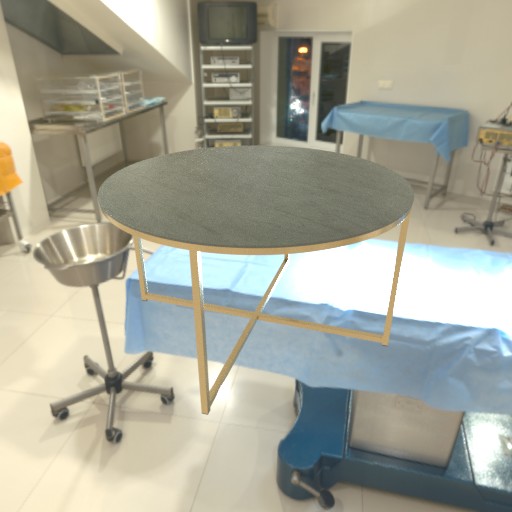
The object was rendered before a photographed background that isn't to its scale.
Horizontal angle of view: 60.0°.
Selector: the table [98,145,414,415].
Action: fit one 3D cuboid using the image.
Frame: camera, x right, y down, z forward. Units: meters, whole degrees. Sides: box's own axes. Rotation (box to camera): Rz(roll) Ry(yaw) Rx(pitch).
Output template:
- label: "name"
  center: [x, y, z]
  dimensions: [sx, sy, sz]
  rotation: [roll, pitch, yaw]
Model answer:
- label: "table"
  center: [0.000, 0.000, 1.279]
  dimensions: [0.800, 0.450, 0.800]
  rotation: [0, 27, 0]
